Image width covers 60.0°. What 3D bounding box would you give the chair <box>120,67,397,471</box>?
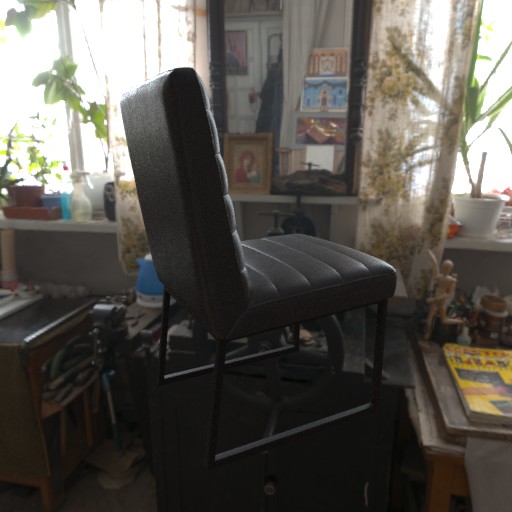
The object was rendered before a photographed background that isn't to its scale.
[{"bbox_3d":[0.000,0.000,1.287,0.634,0.930,0.520,-7,16,-26],"label":"chair"}]
